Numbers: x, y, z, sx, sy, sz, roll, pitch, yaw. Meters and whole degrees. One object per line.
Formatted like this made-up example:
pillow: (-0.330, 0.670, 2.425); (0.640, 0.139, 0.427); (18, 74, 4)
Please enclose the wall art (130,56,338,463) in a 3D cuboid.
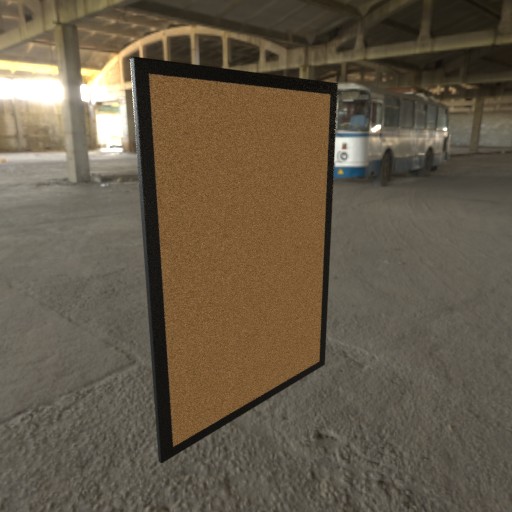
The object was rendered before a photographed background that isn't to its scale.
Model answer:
wall art: (0.000, 0.000, 1.258); (0.013, 0.967, 0.707); (15, 21, 43)
